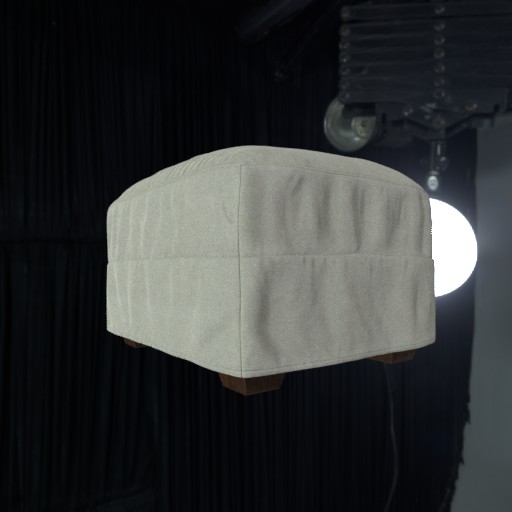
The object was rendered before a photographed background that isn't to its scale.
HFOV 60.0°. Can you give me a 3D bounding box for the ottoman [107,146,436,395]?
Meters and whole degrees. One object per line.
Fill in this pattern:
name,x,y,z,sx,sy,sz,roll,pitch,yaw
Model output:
ottoman,0.000,0.000,1.120,0.584,0.480,0.712,0,-1,-36
